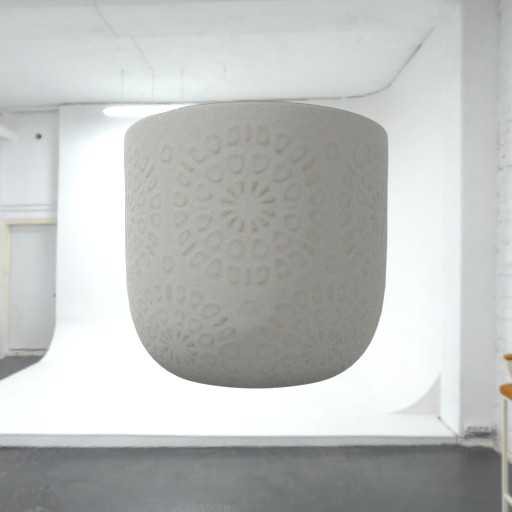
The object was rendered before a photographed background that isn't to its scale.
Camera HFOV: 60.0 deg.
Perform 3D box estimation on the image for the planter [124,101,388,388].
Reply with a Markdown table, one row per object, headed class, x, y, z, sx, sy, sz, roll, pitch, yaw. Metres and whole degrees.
| class | x | y | z | sx | sy | sz | roll | pitch | yaw |
| --- | --- | --- | --- | --- | --- | --- | --- | --- | --- |
| planter | 0.000 | 0.000 | 0.217 | 0.124 | 0.109 | 0.124 | 0 | 0 | 0 |
